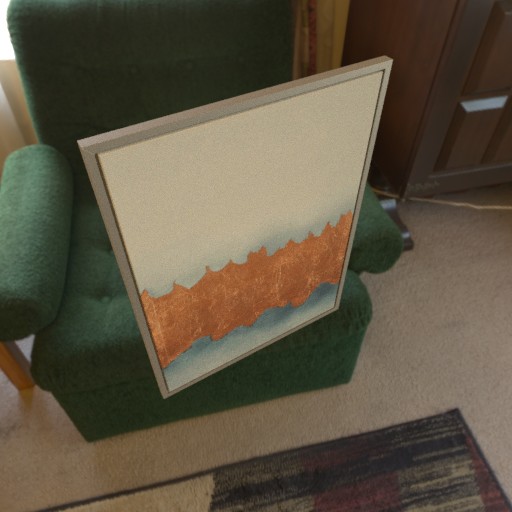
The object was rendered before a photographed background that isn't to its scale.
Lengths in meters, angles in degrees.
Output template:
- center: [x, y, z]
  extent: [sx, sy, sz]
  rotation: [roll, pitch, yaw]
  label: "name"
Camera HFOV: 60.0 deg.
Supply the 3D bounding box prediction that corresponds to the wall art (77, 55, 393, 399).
- center: [0.000, 0.000, 1.367]
  extent: [0.789, 1.042, 0.034]
  rotation: [-23, 51, -21]
  label: "wall art"
